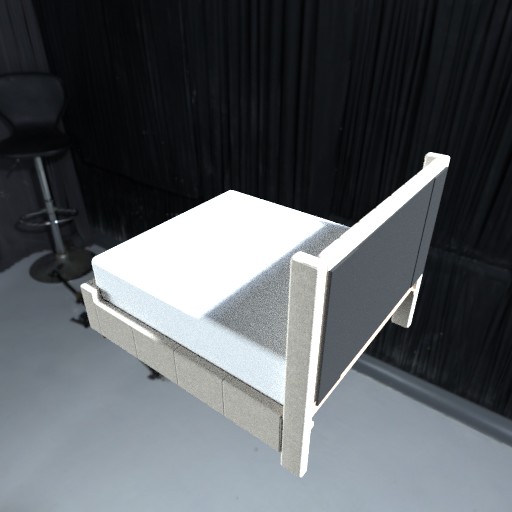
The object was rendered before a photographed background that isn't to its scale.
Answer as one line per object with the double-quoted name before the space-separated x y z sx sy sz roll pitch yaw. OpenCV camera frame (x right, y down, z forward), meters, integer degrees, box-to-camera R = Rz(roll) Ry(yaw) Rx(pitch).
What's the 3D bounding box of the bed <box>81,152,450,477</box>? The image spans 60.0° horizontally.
"bed" 0.000 0.000 3.872 2.370 1.743 2.045 22 38 31
